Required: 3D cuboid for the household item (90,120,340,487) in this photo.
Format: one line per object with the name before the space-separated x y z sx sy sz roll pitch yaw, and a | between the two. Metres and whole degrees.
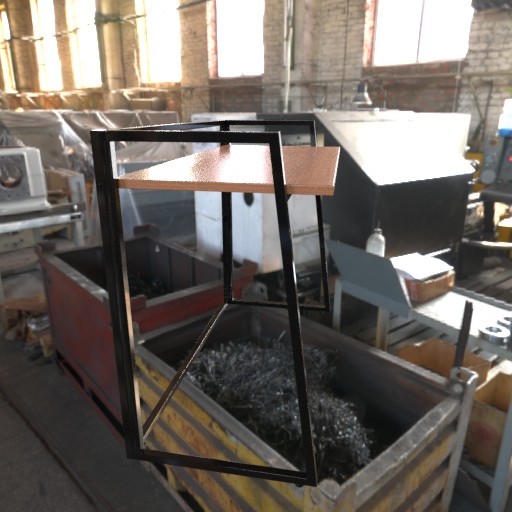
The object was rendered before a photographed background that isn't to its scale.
household item | 0.000 0.000 1.503 0.510 0.860 1.050 3 19 10
